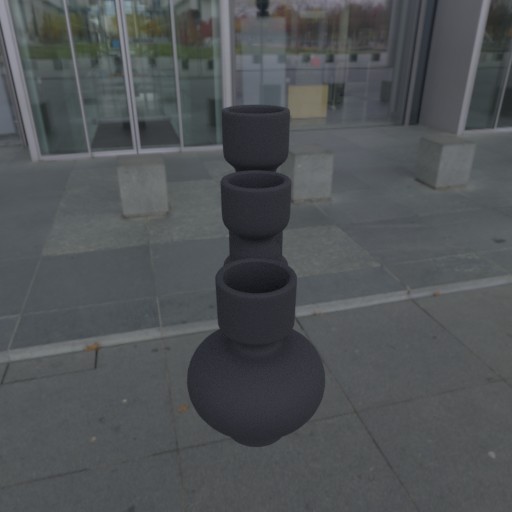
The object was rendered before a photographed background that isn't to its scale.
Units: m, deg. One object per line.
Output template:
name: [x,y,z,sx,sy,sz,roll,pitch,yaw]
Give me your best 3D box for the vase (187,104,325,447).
vase: [0.000,0.000,0.440,0.120,0.249,0.307,0,26,0]
